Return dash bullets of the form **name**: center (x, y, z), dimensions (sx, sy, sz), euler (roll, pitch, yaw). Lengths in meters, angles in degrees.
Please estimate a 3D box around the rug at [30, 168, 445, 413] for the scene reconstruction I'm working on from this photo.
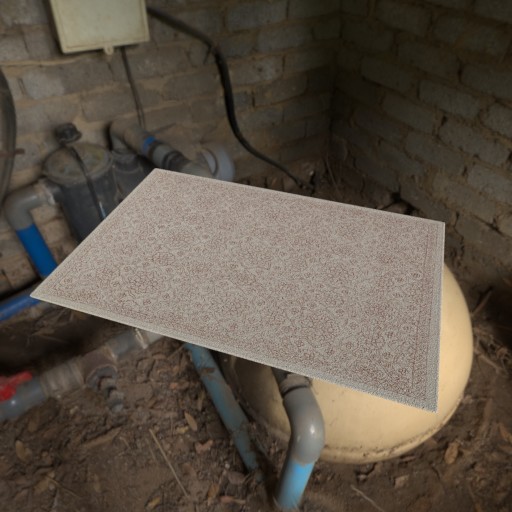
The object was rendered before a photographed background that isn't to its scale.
- **rug**: center (0.000, 0.000, 2.282), dimensions (1.829, 0.010, 1.219), euler (13, 43, 14)
